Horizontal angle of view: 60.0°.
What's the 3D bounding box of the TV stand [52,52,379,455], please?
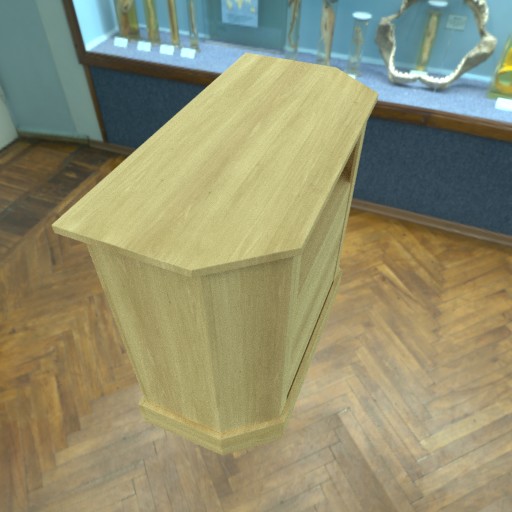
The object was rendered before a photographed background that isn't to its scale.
[{"bbox_3d":[0.000,0.000,1.277,0.425,0.781,0.851,17,48,16],"label":"TV stand"}]
